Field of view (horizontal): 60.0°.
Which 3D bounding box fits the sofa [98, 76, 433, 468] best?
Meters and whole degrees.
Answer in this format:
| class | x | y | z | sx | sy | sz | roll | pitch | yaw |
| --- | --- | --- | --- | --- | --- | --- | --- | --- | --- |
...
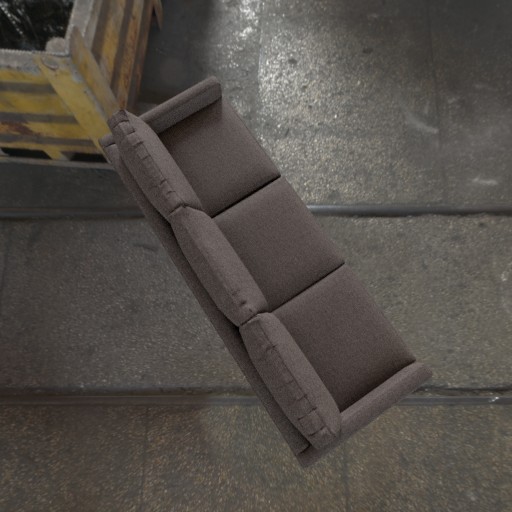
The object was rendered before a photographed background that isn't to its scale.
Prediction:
| class | x | y | z | sx | sy | sz | roll | pitch | yaw |
| --- | --- | --- | --- | --- | --- | --- | --- | --- | --- |
| sofa | 0.000 | 0.000 | 2.709 | 0.876 | 0.882 | 2.253 | -32 | 78 | -8 |
